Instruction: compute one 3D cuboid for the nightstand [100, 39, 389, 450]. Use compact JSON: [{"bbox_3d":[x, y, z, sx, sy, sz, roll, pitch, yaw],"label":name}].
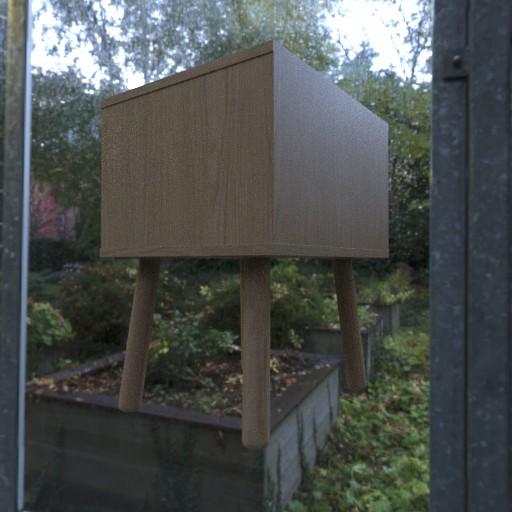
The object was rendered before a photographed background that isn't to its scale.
[{"bbox_3d":[0.000,0.000,0.881,0.380,0.571,0.450,-1,-1,36],"label":"nightstand"}]
